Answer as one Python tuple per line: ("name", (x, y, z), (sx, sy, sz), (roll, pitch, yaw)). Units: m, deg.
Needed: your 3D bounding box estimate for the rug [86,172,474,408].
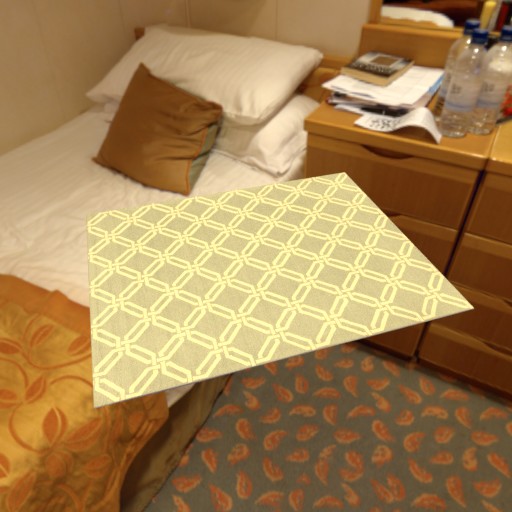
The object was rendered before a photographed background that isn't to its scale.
("rug", (0.000, 0.000, 4.002), (2.895, 0.018, 2.288), (-11, 41, -13))
